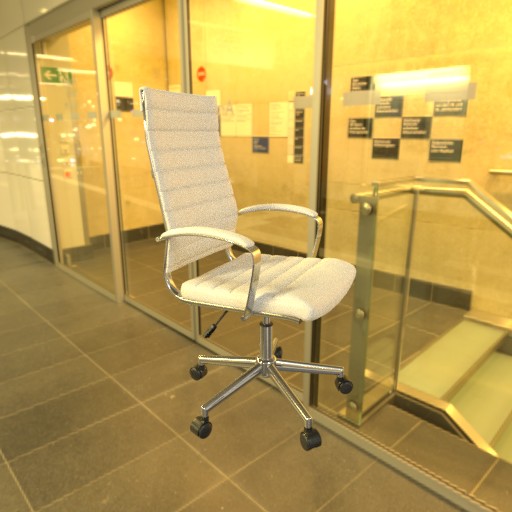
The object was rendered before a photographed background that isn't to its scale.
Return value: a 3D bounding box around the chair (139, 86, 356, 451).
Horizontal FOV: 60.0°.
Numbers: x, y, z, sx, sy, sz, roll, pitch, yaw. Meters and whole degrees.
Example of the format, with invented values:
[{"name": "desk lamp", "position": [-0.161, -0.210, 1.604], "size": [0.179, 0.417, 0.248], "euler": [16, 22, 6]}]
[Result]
[{"name": "chair", "position": [0.000, 0.000, 1.613], "size": [0.679, 1.149, 0.679], "euler": [8, 17, 26]}]
